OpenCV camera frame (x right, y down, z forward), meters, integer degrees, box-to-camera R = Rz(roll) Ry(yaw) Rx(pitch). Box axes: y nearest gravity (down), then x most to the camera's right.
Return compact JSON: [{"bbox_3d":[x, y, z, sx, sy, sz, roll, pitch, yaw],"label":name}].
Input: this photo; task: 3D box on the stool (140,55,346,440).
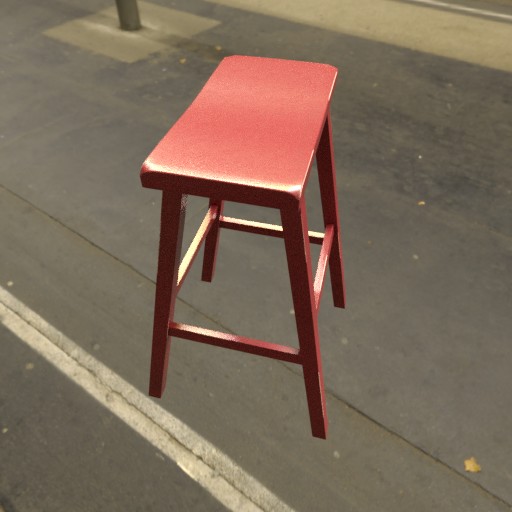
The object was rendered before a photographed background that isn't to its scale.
[{"bbox_3d":[0.000,0.000,1.038,0.476,0.737,0.457,10,46,10],"label":"stool"}]
